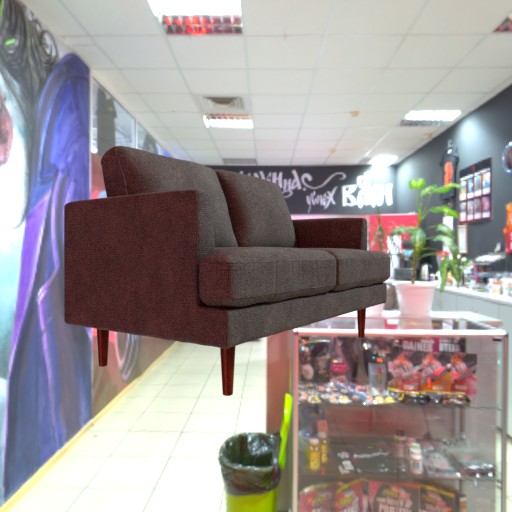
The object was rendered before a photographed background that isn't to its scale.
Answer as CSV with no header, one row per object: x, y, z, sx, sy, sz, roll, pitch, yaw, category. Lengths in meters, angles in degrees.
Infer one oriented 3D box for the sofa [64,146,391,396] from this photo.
0.000,0.000,2.236,0.903,0.956,1.582,0,1,34,sofa
